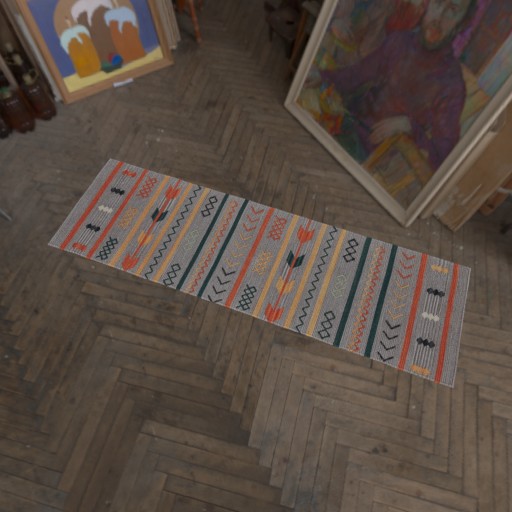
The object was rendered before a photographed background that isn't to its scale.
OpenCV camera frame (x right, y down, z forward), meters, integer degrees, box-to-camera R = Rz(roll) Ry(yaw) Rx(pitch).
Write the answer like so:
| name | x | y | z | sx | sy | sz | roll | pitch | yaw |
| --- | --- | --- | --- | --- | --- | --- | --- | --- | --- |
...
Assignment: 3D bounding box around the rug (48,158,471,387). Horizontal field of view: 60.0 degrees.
| name | x | y | z | sx | sy | sz | roll | pitch | yaw |
| --- | --- | --- | --- | --- | --- | --- | --- | --- | --- |
| rug | 0.000 | 0.000 | 2.638 | 2.419 | 0.022 | 0.744 | 18 | 61 | 10 |
